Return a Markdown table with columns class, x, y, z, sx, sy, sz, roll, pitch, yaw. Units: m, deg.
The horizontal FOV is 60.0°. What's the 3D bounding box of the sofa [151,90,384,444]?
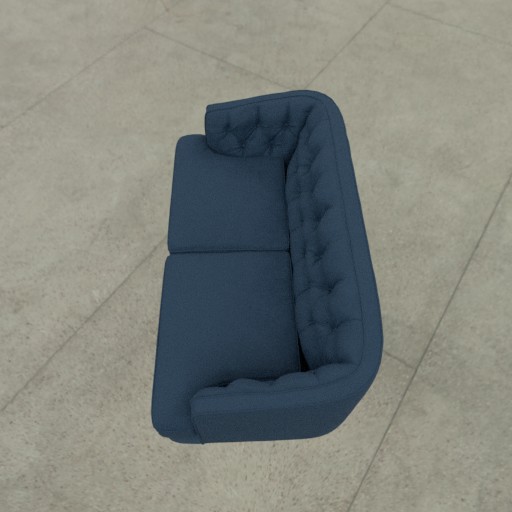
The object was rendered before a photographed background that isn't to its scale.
| class | x | y | z | sx | sy | sz | roll | pitch | yaw |
| --- | --- | --- | --- | --- | --- | --- | --- | --- | --- |
| sofa | 0.000 | 0.000 | 2.299 | 0.941 | 0.854 | 1.733 | -1 | 58 | -1 |
